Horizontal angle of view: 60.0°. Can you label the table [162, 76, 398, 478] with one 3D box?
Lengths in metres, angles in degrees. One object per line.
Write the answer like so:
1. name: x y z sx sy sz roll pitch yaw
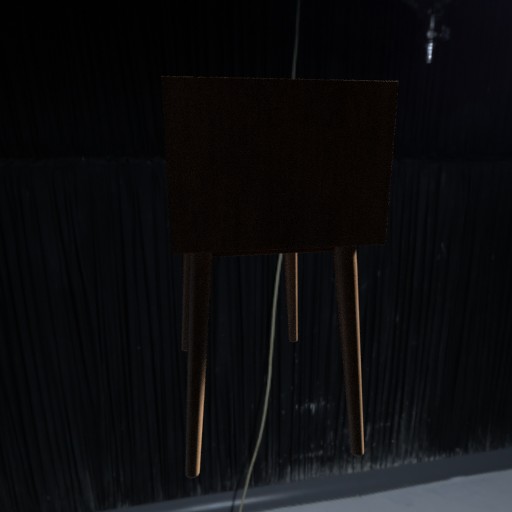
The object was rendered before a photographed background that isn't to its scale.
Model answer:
1. table: 0.000 0.000 0.842 0.307 0.580 0.454 -3 16 -10
